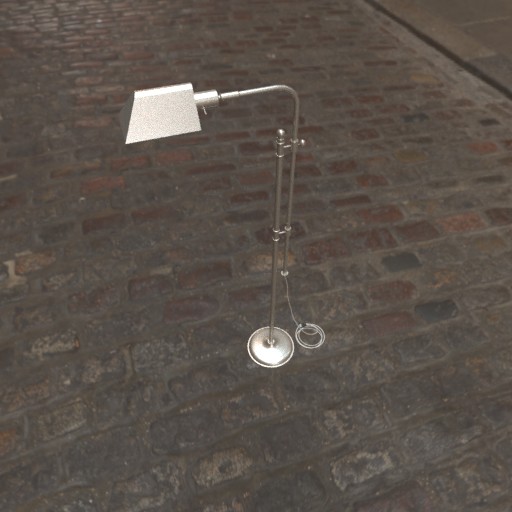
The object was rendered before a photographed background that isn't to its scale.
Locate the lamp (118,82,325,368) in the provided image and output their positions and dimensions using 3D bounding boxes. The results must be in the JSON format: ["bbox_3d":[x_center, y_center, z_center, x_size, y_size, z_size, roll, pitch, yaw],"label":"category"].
[{"bbox_3d":[0.000,0.000,1.864,0.813,1.571,0.256,-14,49,-13],"label":"lamp"}]
